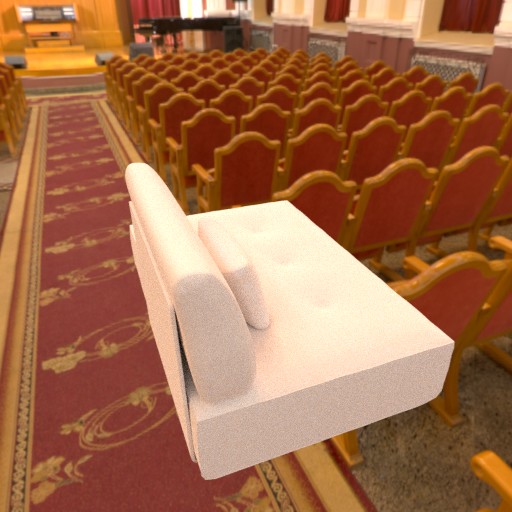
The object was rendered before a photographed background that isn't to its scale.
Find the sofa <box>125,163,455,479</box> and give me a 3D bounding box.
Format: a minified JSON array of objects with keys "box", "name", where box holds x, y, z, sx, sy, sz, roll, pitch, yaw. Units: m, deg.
[{"box":[0.000,0.000,2.000,1.000,0.820,1.450,-11,32,-19],"name":"sofa"}]
